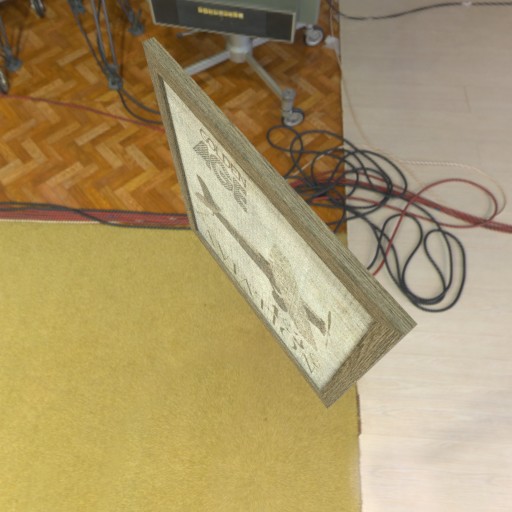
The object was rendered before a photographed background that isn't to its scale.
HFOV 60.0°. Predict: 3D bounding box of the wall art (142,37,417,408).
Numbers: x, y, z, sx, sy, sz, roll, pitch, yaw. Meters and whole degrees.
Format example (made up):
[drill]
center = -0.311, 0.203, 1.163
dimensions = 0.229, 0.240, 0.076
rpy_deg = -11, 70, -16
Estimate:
[wall art]
center = 0.000, 0.000, 0.745
dimensions = 0.019, 0.508, 0.508
rpy_deg = -33, 68, -15
